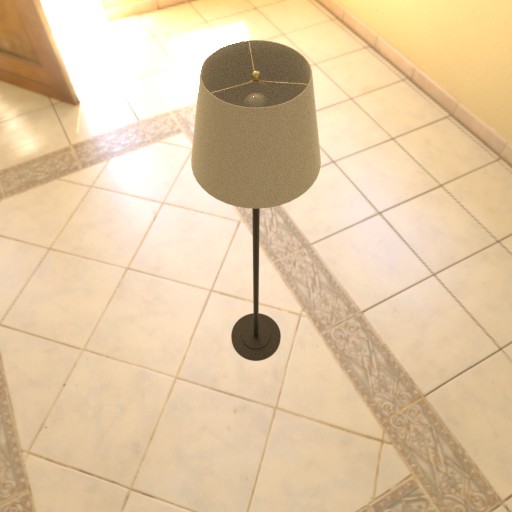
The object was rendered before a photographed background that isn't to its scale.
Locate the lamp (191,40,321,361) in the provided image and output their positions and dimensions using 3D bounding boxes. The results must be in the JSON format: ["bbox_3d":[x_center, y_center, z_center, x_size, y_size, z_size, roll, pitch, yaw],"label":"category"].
[{"bbox_3d":[0.000,0.000,1.589,0.348,1.473,0.348,-33,63,-20],"label":"lamp"}]
